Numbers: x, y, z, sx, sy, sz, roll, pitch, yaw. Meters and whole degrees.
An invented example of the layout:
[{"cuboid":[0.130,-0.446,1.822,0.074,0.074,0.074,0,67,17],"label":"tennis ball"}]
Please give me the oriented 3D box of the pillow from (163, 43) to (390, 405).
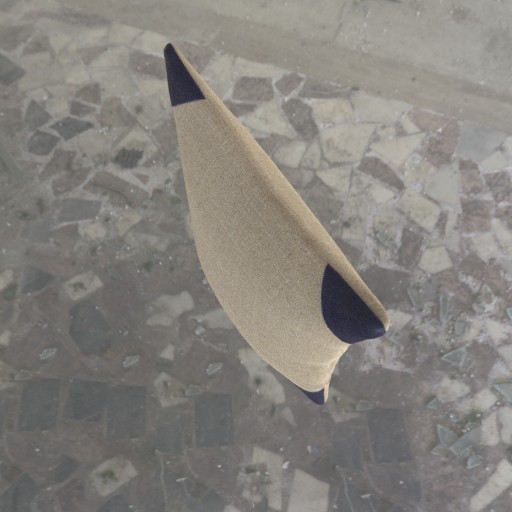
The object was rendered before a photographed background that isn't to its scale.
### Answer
[{"cuboid":[0.000,0.000,0.667,0.147,0.441,0.440,-30,68,-14],"label":"pillow"}]
